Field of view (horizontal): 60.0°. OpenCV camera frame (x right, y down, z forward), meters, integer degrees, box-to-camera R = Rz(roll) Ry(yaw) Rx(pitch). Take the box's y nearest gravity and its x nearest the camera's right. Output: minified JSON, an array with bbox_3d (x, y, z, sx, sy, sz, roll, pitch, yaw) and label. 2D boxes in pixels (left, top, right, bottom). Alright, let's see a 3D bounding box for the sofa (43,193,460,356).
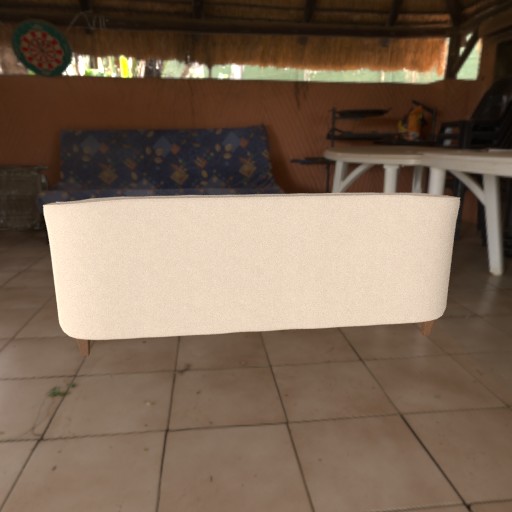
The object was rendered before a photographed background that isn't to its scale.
[{"bbox_3d":[0.000,0.000,2.747,2.278,0.855,0.941,-2,15,-7],"label":"sofa"}]
